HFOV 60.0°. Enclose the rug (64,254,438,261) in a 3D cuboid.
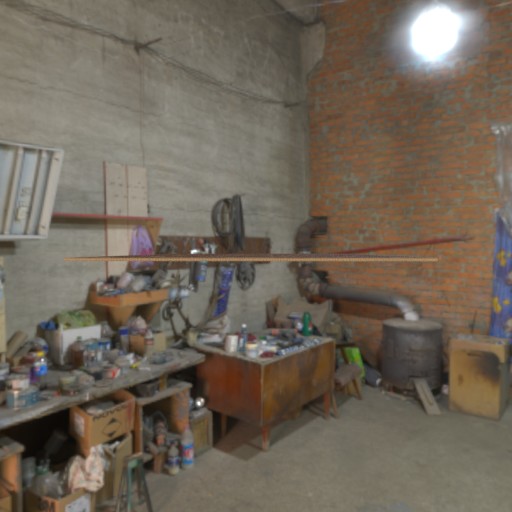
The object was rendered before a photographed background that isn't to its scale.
[{"bbox_3d":[0.000,0.000,2.933,1.528,0.014,2.294,0,1,2],"label":"rug"}]
